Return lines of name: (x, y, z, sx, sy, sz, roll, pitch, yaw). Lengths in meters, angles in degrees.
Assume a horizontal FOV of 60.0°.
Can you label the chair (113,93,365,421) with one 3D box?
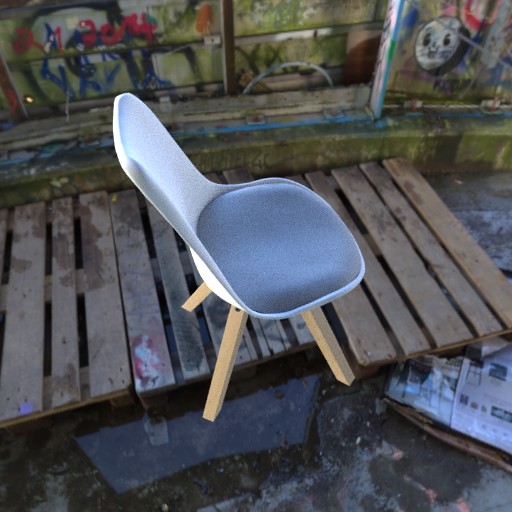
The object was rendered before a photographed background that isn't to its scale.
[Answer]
chair: (0.000, 0.000, 1.172, 0.550, 0.850, 0.485, -11, 48, -10)
